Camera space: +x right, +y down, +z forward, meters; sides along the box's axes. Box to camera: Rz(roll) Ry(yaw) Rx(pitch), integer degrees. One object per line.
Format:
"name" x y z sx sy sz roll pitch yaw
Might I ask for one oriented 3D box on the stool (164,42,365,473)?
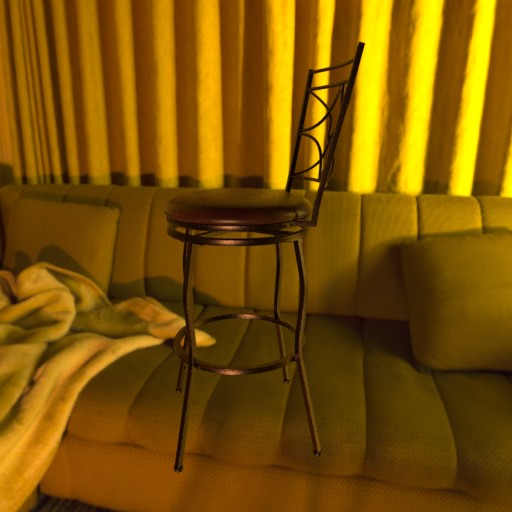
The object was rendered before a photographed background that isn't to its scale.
"stool" 0.000 0.000 1.338 0.534 1.117 0.434 -2 15 -9
